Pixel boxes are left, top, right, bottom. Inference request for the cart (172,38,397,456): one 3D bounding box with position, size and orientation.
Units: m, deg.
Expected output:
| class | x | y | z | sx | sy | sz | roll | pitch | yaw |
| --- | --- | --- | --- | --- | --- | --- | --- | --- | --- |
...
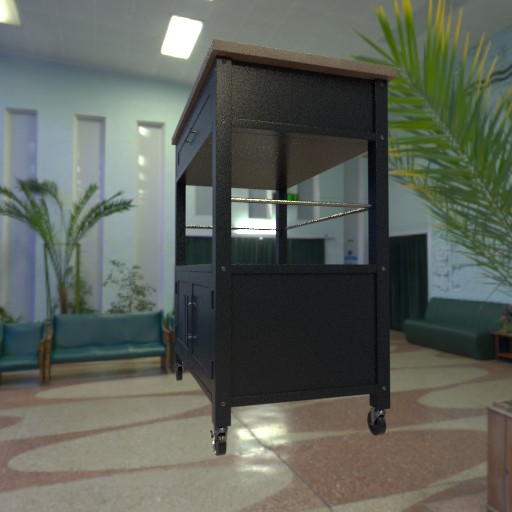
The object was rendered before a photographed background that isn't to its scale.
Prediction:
| class | x | y | z | sx | sy | sz | roll | pitch | yaw |
| --- | --- | --- | --- | --- | --- | --- | --- | --- | --- |
| cart | 0.000 | 0.000 | 1.399 | 0.459 | 0.901 | 0.840 | 1 | -2 | -17 |
